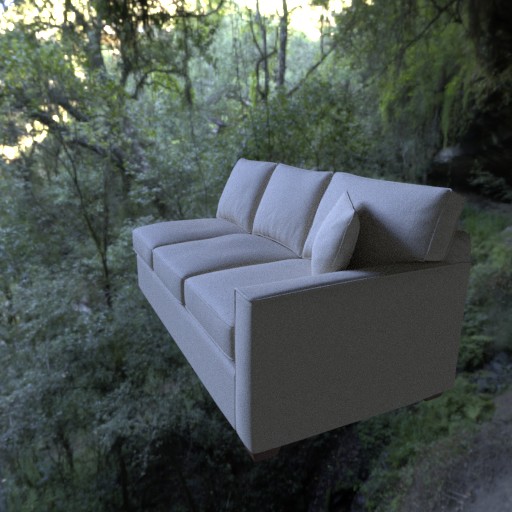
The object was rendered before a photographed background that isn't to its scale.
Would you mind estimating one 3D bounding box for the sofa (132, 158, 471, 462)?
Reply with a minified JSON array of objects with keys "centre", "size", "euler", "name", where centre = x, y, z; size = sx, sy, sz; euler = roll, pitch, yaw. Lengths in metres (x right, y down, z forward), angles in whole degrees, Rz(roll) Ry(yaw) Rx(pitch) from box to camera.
[{"centre":[0.000,0.000,2.472],"size":[1.034,0.946,1.963],"euler":[-8,18,-25],"name":"sofa"}]
